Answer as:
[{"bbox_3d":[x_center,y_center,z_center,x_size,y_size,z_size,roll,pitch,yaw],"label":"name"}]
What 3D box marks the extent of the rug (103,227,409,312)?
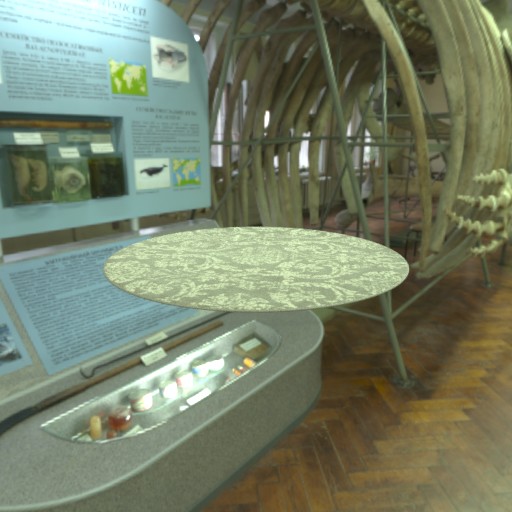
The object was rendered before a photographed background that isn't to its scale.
[{"bbox_3d":[0.000,0.000,2.429,1.593,0.012,1.593,0,15,0],"label":"rug"}]
